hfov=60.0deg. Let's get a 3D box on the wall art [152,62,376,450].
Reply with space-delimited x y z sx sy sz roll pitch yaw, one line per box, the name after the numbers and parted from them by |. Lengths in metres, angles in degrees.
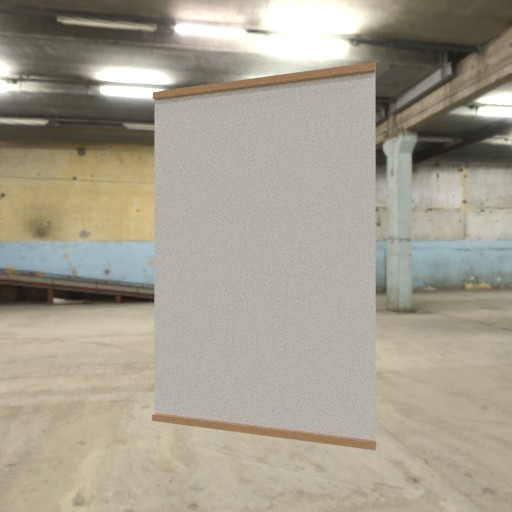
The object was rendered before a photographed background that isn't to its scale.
0.000 0.000 0.768 0.401 0.611 0.016 0 0 18 | wall art
